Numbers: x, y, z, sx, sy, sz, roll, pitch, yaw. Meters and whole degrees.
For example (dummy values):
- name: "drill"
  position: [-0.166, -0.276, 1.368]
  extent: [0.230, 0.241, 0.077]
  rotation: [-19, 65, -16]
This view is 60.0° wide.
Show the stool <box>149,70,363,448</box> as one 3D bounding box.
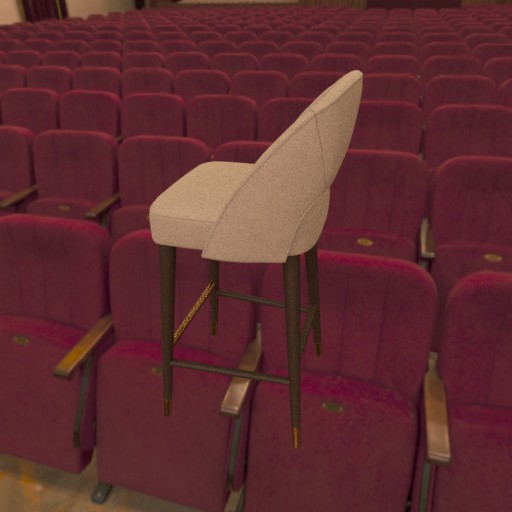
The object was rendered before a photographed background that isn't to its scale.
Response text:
- name: "stool"
  position: [0.000, 0.000, 1.324]
  extent: [0.509, 1.037, 0.494]
  rotation: [8, 30, 14]
